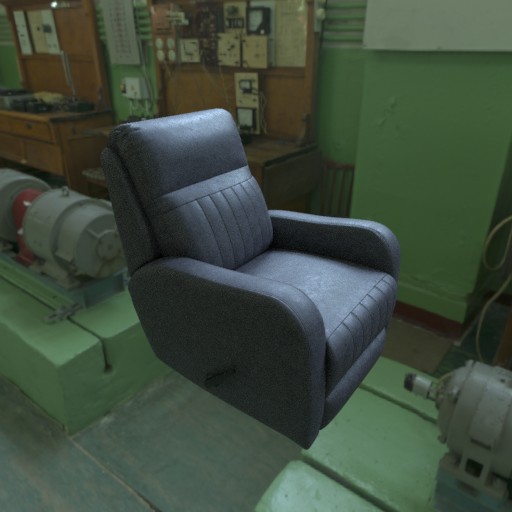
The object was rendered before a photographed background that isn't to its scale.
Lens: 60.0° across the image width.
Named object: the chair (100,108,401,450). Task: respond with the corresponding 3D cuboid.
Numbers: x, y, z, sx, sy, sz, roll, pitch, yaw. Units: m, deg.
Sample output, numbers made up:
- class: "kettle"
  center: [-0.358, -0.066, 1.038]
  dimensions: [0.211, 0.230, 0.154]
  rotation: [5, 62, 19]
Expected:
- class: "chair"
  center: [0.000, 0.000, 1.854]
  dimensions: [1.067, 1.067, 0.865]
  rotation: [18, 31, 32]
